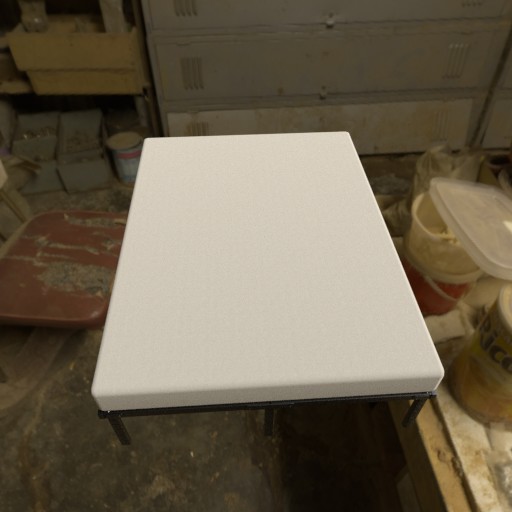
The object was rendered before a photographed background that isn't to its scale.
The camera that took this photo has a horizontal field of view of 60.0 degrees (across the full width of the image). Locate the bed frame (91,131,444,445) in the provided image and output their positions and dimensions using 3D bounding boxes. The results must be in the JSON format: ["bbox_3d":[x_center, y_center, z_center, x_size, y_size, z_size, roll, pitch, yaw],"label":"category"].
[{"bbox_3d":[0.000,0.000,3.558,1.990,0.680,2.635,-3,46,-3],"label":"bed frame"}]
